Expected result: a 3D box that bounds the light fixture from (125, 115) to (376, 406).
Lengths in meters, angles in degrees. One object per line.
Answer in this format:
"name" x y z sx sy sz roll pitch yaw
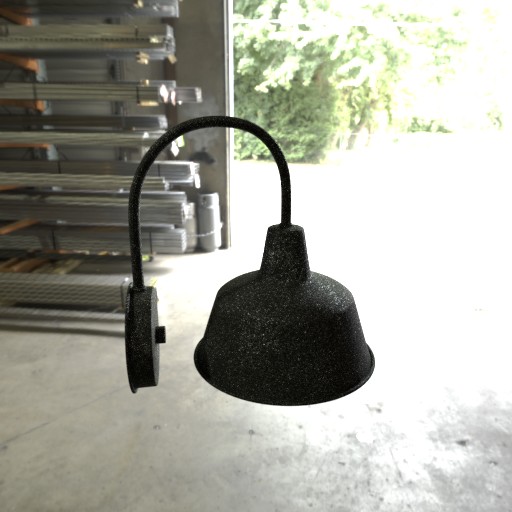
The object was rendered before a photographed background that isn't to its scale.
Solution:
"light fixture" 0.000 0.000 0.497 0.283 0.300 0.216 -3 17 -9
